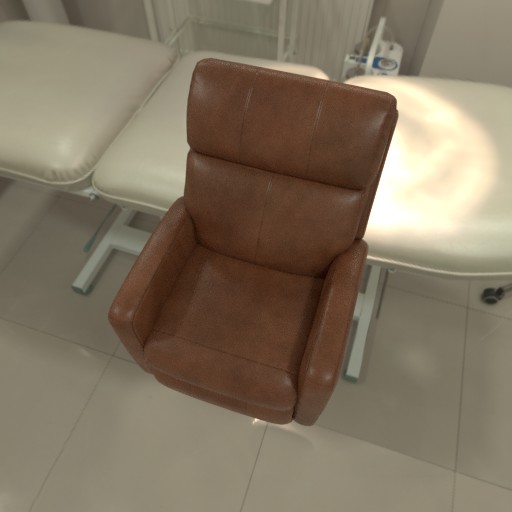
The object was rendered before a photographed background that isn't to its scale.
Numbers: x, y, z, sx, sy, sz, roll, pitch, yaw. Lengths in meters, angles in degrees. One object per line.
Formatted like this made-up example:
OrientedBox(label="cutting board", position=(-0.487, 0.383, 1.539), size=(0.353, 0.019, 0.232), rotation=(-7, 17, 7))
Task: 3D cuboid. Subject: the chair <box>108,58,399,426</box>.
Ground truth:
OrientedBox(label="chair", position=(0.000, 0.000, 1.647), size=(0.787, 1.016, 0.939), rotation=(15, 57, 10))
